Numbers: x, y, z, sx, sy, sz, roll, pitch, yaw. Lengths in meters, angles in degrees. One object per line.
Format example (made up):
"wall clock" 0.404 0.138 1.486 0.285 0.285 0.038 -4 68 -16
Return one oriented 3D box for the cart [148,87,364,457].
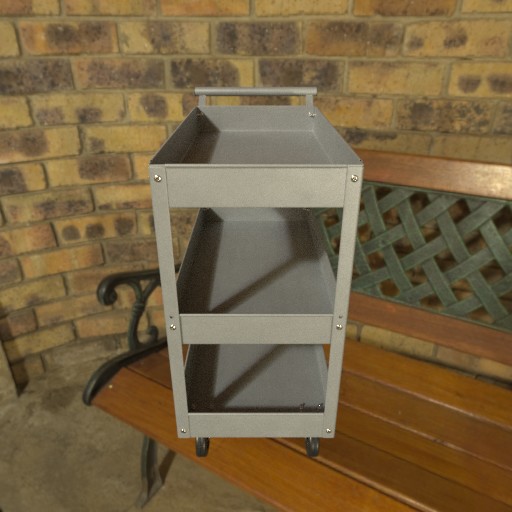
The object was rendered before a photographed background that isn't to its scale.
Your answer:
"cart" 0.000 0.000 1.183 0.366 0.780 0.719 0 27 0
